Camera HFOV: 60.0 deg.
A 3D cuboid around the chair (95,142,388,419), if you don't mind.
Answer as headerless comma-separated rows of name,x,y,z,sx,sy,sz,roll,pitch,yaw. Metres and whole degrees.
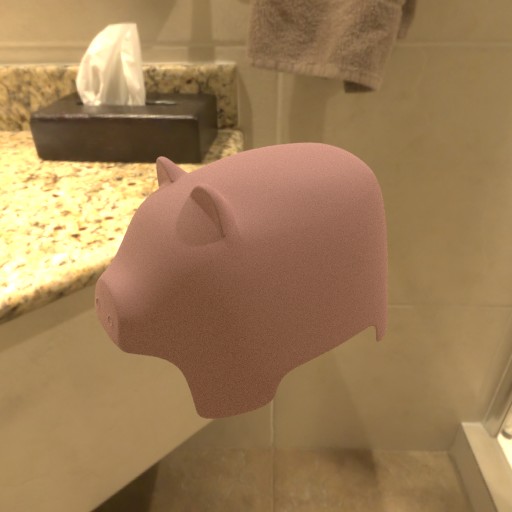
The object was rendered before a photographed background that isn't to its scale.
chair,0.000,0.000,0.872,0.619,0.423,0.364,-21,38,-30
